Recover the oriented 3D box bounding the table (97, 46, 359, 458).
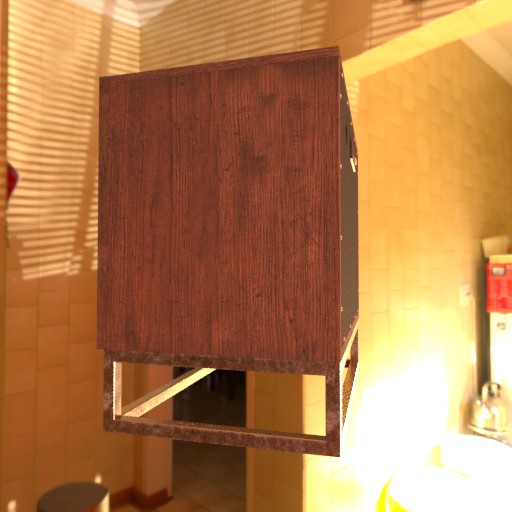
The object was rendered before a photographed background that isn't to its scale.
[{"bbox_3d":[0.000,0.000,1.237,0.542,0.746,0.767,0,-2,15],"label":"table"}]
